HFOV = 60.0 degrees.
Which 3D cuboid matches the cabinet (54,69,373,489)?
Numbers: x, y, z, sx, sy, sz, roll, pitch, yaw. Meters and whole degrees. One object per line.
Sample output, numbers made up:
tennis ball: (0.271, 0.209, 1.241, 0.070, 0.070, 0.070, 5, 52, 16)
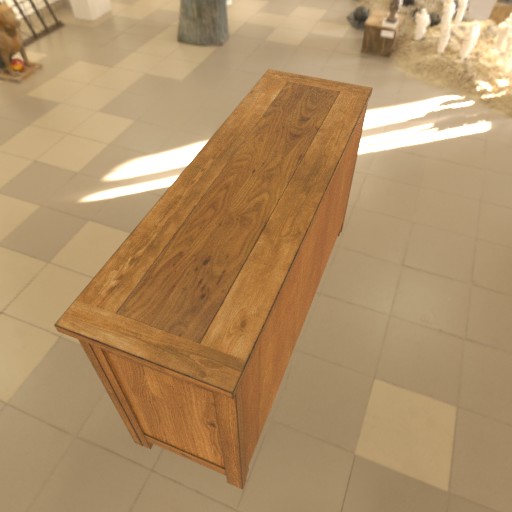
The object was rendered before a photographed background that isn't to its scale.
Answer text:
cabinet: (0.000, 0.000, 1.776, 0.480, 0.813, 1.474, 16, 50, 14)
